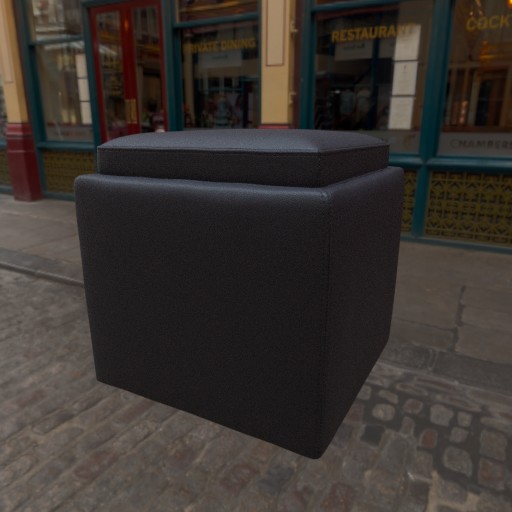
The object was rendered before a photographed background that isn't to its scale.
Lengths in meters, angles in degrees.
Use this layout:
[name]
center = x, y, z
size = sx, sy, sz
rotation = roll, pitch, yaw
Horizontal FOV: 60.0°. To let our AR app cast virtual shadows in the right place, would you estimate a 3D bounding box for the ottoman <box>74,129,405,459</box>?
[ottoman]
center = 0.000, 0.000, 0.834
size = 0.451, 0.460, 0.450
rotation = 8, 18, 27
